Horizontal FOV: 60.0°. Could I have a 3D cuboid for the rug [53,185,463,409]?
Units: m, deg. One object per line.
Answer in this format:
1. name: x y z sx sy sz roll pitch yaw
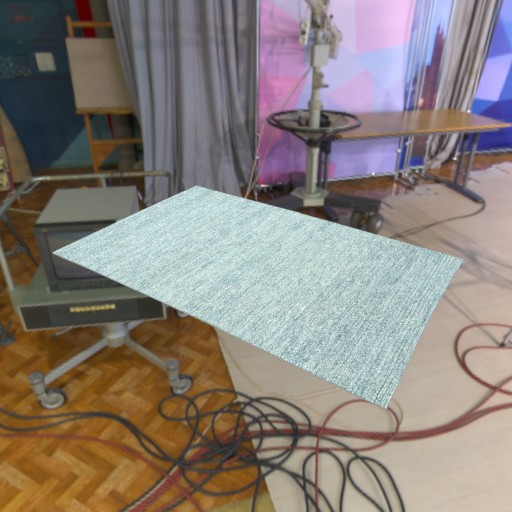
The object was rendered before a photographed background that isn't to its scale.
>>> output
1. rug: 0.000 0.000 2.345 1.853 0.022 1.174 19 36 29
